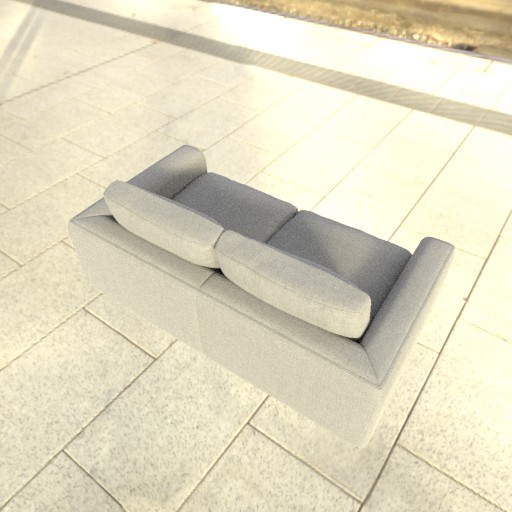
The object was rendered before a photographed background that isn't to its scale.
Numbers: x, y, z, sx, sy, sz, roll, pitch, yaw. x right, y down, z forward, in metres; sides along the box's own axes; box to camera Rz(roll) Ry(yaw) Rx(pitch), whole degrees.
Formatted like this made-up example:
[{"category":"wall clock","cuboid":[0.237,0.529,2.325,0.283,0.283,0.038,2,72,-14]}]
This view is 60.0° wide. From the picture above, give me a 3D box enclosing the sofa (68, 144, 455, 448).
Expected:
[{"category":"sofa","cuboid":[0.000,0.000,2.530,1.920,0.800,1.069,25,50,24]}]
